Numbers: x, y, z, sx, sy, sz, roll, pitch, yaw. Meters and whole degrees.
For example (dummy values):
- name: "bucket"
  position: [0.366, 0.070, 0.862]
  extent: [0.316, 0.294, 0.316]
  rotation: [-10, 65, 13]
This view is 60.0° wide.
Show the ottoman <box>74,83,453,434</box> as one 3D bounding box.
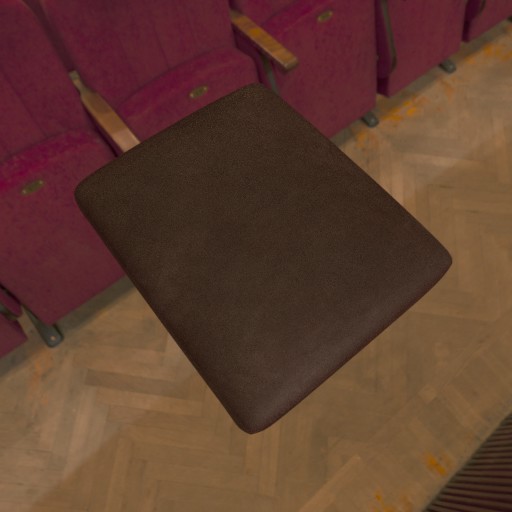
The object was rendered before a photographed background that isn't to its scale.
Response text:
- name: "ottoman"
  position: [0.000, 0.000, 1.311]
  extent: [0.670, 0.569, 0.806]
  rotation: [-36, 69, -16]
